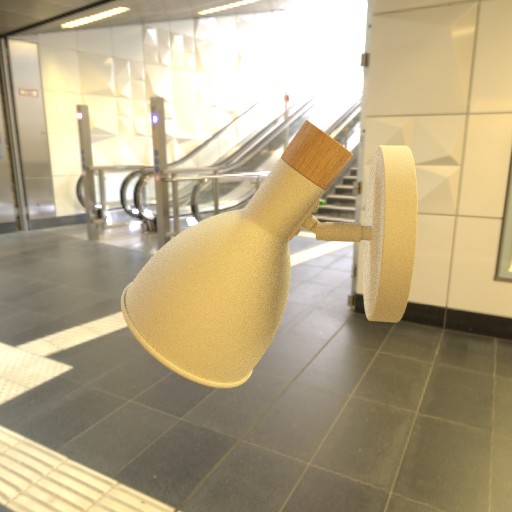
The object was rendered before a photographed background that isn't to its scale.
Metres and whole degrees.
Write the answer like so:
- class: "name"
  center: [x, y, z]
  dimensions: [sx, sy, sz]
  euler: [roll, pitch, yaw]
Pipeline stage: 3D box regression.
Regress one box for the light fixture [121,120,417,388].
- class: "light fixture"
  center: [0.000, 0.000, 0.340]
  dimensions: [0.209, 0.199, 0.127]
  euler: [2, 14, 9]
